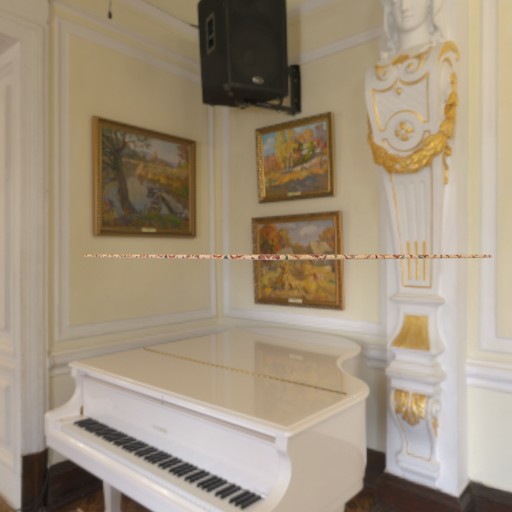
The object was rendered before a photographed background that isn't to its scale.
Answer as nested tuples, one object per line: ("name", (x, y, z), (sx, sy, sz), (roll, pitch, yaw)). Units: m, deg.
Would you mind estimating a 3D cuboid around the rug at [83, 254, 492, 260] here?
("rug", (0.000, 0.000, 2.895), (1.541, 0.018, 2.297), (0, 0, -37))
